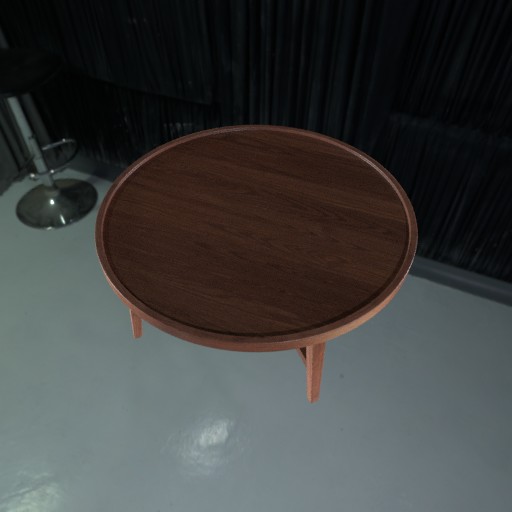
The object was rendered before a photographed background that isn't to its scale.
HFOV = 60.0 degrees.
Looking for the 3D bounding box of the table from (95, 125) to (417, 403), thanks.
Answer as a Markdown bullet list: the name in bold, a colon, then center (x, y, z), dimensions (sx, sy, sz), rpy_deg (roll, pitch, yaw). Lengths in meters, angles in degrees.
- **table**: center (0.000, 0.000, 1.263), dimensions (0.800, 0.360, 0.800), rpy_deg (0, 47, 0)
